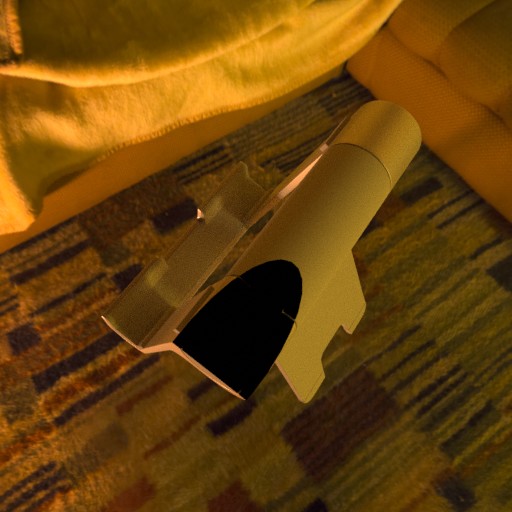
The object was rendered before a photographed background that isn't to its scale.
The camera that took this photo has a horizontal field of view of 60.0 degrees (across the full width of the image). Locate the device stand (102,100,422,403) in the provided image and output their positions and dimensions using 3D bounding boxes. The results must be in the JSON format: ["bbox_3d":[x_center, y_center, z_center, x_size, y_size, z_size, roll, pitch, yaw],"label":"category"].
[{"bbox_3d":[0.000,0.000,0.148,0.079,0.084,0.086,32,67,15],"label":"device stand"}]
